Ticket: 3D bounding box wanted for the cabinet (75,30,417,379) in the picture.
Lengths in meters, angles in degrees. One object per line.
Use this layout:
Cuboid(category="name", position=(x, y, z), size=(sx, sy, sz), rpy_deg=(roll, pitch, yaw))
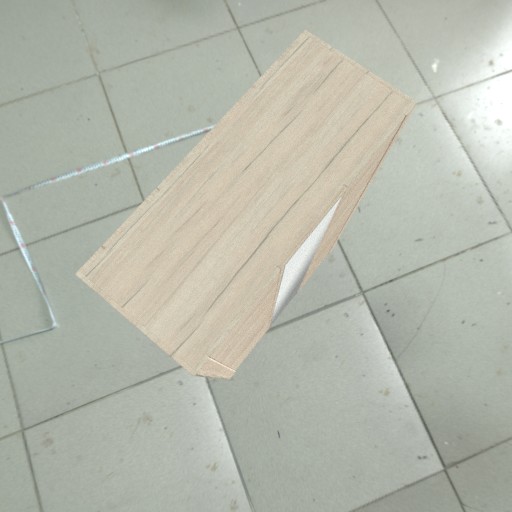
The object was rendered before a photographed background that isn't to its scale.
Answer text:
Cuboid(category="cabinet", position=(0.000, 0.000, 2.719), size=(0.580, 2.070, 1.400), rpy_deg=(38, 78, 10))
